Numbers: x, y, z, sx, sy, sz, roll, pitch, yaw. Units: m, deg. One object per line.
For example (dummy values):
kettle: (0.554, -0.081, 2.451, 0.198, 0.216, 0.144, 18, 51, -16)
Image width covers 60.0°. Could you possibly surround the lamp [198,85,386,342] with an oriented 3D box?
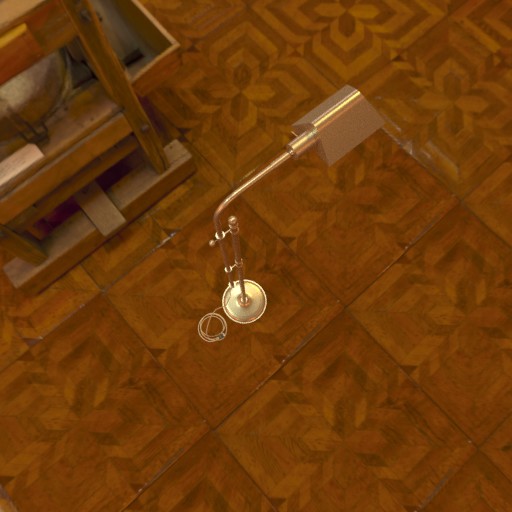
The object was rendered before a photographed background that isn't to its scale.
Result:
lamp: (0.000, 0.000, 1.852, 0.813, 1.571, 0.256, -38, 78, -10)
